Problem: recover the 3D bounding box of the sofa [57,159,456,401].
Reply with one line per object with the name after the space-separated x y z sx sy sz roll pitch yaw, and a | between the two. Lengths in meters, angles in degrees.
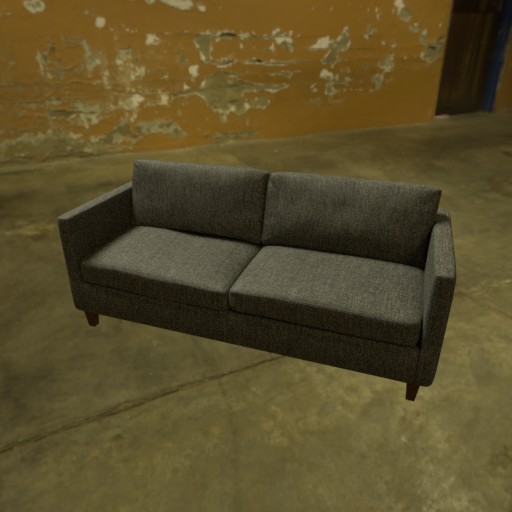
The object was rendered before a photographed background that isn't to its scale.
0.000 0.000 2.767 2.208 0.960 0.948 9 28 17 | sofa
